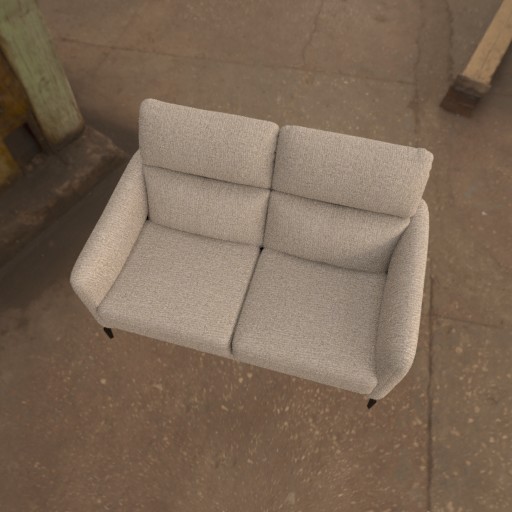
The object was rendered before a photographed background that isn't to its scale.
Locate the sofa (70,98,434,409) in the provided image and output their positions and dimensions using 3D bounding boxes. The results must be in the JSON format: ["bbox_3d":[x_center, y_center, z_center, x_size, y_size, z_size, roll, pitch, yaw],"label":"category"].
[{"bbox_3d":[0.000,0.000,2.131,1.540,0.950,0.905,13,58,8],"label":"sofa"}]
